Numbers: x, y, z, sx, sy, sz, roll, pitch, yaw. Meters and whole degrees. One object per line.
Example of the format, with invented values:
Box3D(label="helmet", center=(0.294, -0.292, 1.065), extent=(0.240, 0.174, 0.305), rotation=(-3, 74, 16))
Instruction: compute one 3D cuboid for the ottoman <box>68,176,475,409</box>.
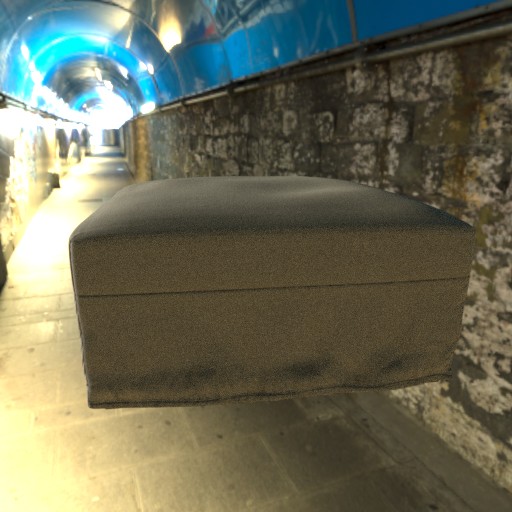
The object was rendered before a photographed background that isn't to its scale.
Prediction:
Box3D(label="ottoman", center=(0.000, 0.000, 1.291), extent=(0.840, 0.436, 0.843), rotation=(-2, 15, -8))
